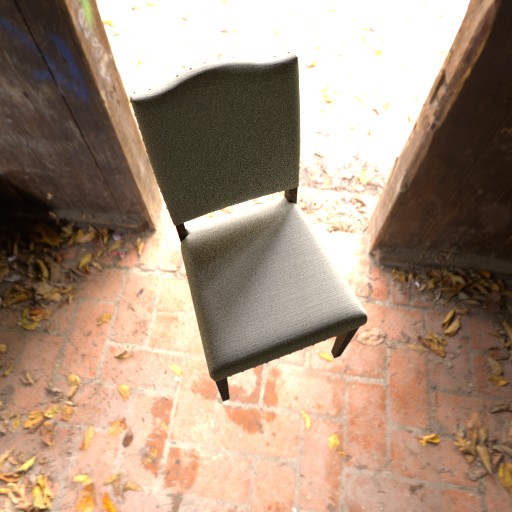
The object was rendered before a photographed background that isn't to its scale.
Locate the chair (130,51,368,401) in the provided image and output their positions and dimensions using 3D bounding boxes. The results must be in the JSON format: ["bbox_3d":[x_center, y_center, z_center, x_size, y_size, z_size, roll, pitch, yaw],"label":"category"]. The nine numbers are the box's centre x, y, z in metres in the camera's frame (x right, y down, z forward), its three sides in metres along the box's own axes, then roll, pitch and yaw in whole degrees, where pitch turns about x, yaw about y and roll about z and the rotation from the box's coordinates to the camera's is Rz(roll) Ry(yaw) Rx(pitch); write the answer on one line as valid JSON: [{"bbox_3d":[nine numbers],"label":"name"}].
[{"bbox_3d":[0.000,0.000,1.399,0.508,1.015,0.619,-19,65,-9],"label":"chair"}]
